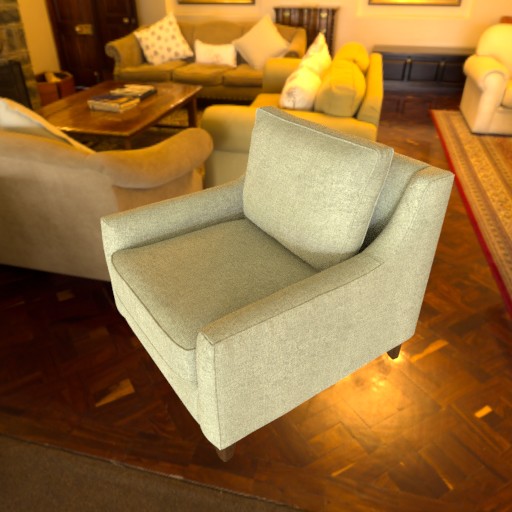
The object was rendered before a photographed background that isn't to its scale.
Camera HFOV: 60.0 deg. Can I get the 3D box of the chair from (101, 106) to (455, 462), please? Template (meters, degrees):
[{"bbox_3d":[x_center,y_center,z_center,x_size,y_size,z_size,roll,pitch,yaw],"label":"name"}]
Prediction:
[{"bbox_3d":[0.000,0.000,1.585,0.918,0.864,0.838,-21,38,-29],"label":"chair"}]
